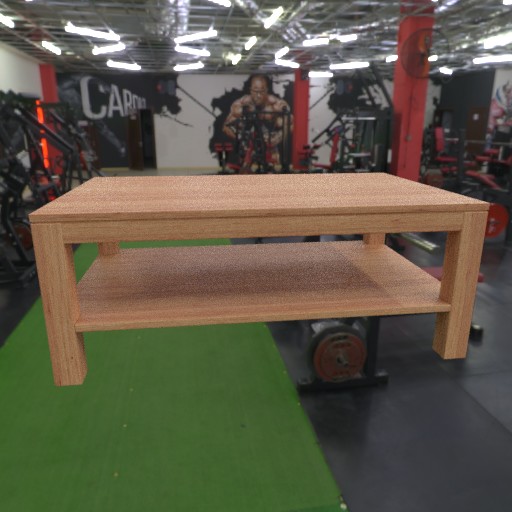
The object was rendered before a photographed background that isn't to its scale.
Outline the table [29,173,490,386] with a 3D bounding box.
[{"bbox_3d":[0.000,0.000,1.487,1.146,0.457,0.695,-2,17,-7],"label":"table"}]
